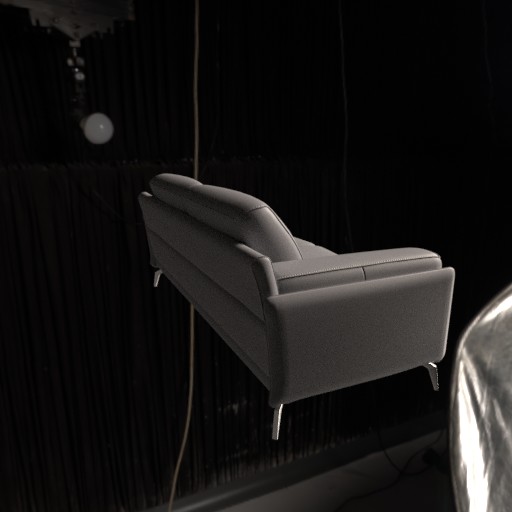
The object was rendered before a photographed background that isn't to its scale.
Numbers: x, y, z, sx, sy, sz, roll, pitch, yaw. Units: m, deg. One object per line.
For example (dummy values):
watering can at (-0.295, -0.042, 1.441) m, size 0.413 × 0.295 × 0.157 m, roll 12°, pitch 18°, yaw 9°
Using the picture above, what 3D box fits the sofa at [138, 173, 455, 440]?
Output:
sofa at (0.000, 0.000, 2.663) m, size 0.969 × 0.900 × 2.100 m, roll -7°, pitch 17°, yaw -25°
